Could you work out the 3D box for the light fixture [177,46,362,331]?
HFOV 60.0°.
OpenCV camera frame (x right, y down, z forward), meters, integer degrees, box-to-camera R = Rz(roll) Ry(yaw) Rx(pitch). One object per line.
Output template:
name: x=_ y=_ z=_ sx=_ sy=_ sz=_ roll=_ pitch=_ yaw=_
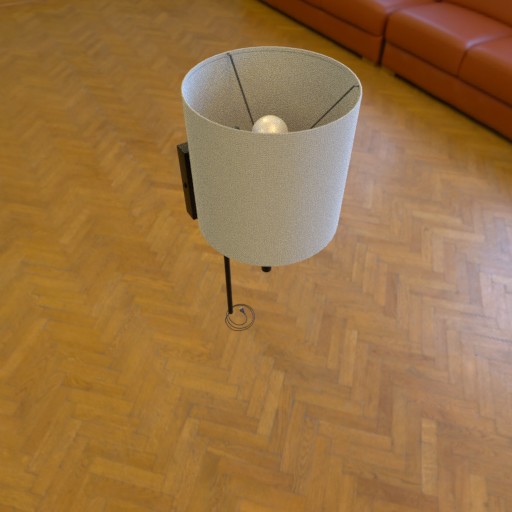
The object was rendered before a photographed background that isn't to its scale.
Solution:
light fixture: x=0.000 y=0.000 z=0.698 sx=0.188 sy=0.589 sz=0.248 roll=-25 pitch=52 yaw=-21
